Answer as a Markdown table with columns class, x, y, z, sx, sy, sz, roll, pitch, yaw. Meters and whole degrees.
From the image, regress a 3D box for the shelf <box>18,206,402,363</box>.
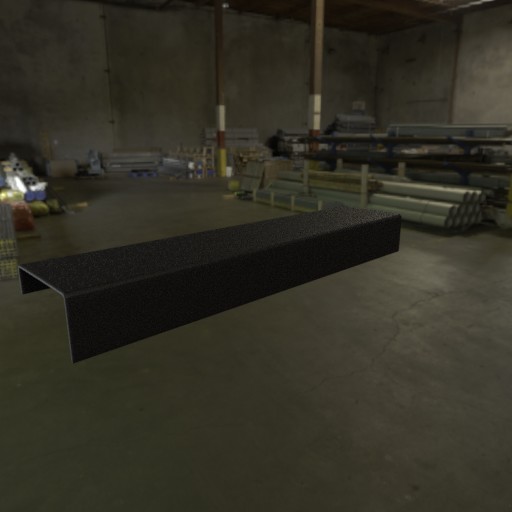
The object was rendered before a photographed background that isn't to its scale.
| class | x | y | z | sx | sy | sz | roll | pitch | yaw |
| --- | --- | --- | --- | --- | --- | --- | --- | --- | --- |
| shelf | 0.000 | 0.000 | 0.493 | 0.456 | 0.053 | 0.102 | -14 | 21 | -42 |
